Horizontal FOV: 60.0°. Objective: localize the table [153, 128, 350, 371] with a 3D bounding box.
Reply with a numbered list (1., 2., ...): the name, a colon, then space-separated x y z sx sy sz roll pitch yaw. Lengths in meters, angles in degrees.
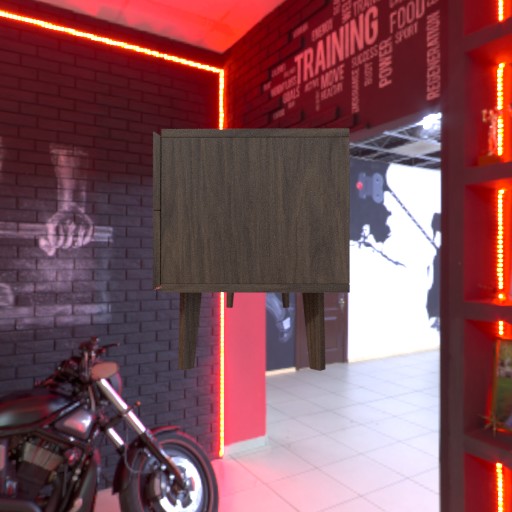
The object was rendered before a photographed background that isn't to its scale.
1. table: 0.000 0.000 1.608 0.405 0.508 1.397 0 -1 1
